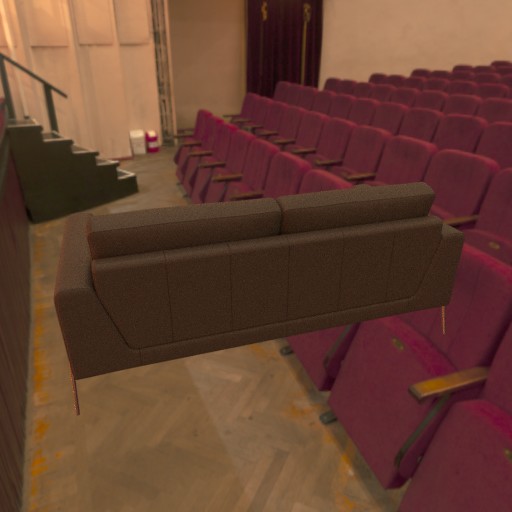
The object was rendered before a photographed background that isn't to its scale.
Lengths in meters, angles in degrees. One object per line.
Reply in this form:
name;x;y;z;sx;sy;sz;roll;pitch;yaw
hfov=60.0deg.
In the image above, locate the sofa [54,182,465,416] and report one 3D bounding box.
sofa;0.000;0.000;2.494;2.017;0.875;0.953;-8;27;-17
